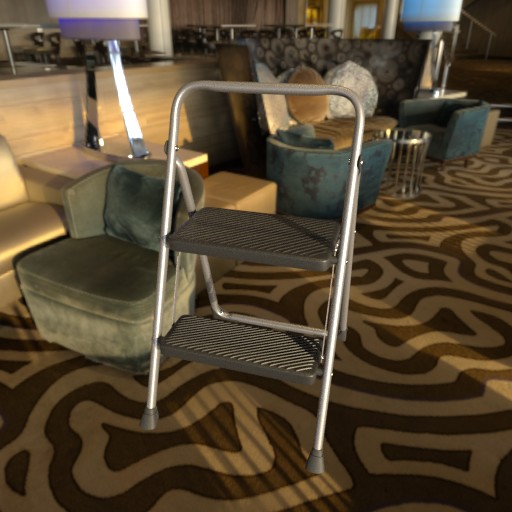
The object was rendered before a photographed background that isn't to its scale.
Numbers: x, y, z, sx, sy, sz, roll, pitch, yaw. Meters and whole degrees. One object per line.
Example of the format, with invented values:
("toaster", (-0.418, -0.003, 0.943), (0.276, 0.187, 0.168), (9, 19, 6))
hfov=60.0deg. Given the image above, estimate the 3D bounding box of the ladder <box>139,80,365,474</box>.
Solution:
("ladder", (0.000, 0.000, 1.000), (0.430, 0.720, 0.472), (8, 28, 15))
